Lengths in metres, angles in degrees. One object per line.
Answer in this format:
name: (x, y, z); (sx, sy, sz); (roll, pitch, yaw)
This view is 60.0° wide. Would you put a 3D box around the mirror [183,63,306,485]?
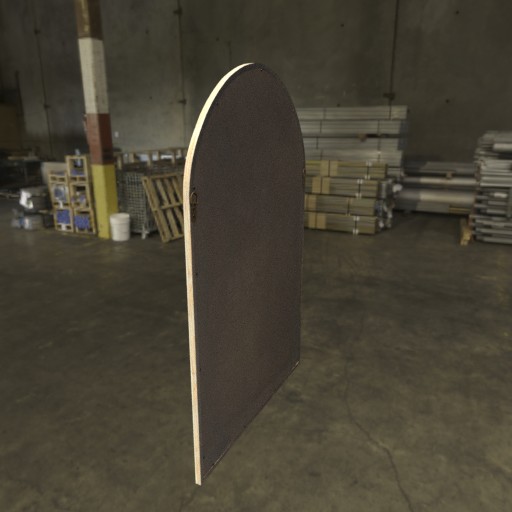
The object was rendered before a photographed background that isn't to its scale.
mirror: (0.000, 0.000, 1.141); (0.032, 0.915, 0.609); (8, 18, 26)
